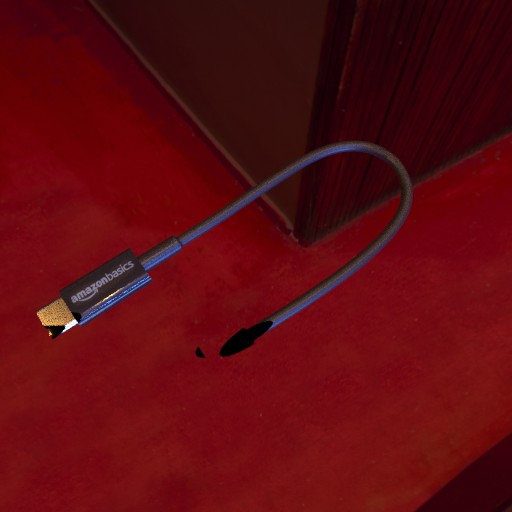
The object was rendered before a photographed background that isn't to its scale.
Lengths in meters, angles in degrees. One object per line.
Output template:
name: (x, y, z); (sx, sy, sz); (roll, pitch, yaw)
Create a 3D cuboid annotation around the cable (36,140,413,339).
cable: (0.000, 0.000, 0.109); (0.098, 0.005, 0.041); (-34, 68, -16)
